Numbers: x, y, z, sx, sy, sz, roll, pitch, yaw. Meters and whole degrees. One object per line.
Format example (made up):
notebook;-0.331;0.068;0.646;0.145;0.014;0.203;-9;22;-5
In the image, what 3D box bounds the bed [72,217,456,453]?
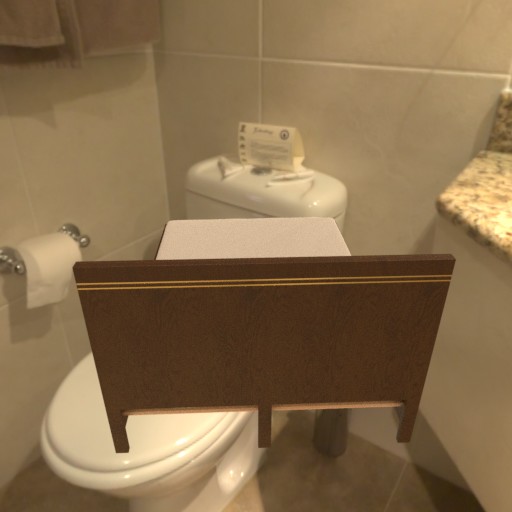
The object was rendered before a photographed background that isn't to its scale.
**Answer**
bed;0.000;0.000;3.111;1.613;1.169;2.221;-1;29;-2
